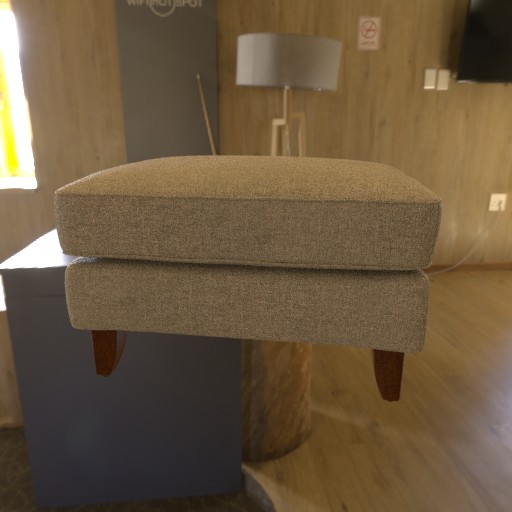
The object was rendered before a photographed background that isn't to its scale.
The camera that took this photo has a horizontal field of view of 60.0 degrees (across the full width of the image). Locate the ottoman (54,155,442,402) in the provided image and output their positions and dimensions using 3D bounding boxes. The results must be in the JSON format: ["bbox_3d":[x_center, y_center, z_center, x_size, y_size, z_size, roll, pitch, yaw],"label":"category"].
[{"bbox_3d":[0.000,0.000,1.304,0.889,0.561,0.661,2,17,8],"label":"ottoman"}]
